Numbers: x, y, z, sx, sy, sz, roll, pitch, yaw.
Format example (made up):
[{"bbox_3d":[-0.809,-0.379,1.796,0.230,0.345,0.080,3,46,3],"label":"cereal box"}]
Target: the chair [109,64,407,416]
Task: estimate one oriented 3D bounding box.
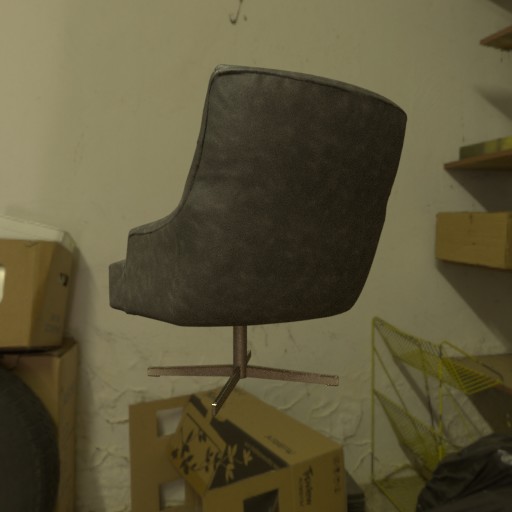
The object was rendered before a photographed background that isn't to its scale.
[{"bbox_3d":[0.000,0.000,1.453,0.738,0.870,0.874,-1,1,-35],"label":"chair"}]
